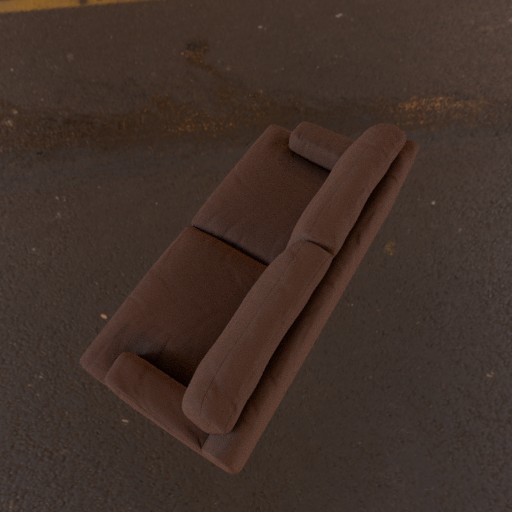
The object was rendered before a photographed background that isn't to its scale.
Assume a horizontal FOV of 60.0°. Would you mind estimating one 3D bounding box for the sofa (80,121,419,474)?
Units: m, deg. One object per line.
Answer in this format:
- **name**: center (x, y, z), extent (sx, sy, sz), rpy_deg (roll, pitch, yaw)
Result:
- **sofa**: center (0.000, 0.000, 2.825), extent (1.140, 0.950, 2.274), rpy_deg (29, 66, 14)
